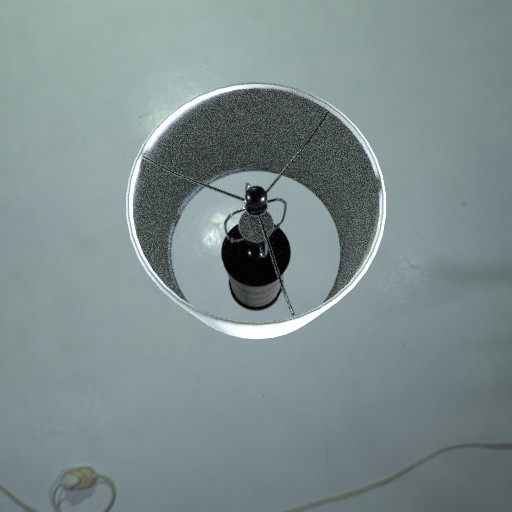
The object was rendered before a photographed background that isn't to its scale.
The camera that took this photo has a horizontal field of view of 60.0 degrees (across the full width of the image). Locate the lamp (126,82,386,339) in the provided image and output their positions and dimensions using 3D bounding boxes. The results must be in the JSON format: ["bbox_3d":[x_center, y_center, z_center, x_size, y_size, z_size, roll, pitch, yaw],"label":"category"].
[{"bbox_3d":[0.000,0.000,0.816,0.305,0.634,0.305,-18,78,-4],"label":"lamp"}]
